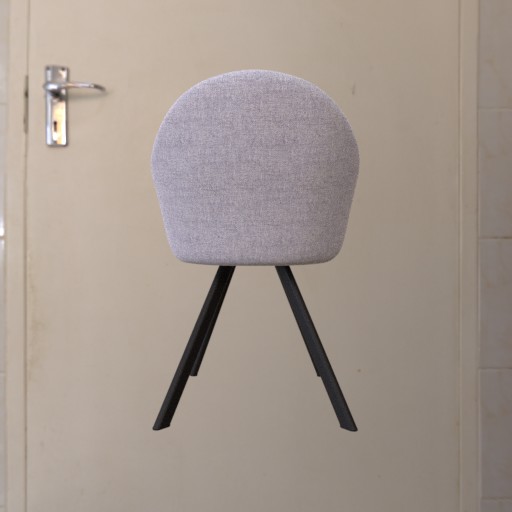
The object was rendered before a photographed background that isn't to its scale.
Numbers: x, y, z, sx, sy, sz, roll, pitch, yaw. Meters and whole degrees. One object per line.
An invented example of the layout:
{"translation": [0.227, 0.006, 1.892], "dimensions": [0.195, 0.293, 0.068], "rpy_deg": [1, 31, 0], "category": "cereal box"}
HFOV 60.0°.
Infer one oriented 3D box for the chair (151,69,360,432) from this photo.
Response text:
{"translation": [0.000, 0.000, 1.186], "dimensions": [0.540, 0.780, 0.570], "rpy_deg": [0, 0, 1], "category": "chair"}
